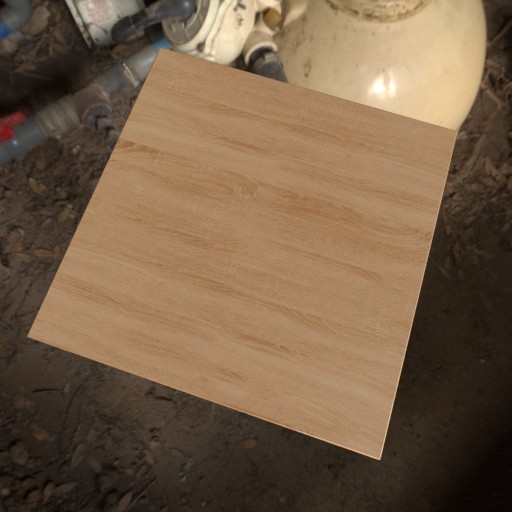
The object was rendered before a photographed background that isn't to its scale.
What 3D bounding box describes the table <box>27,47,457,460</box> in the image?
[{"bbox_3d":[0.000,0.000,1.128,0.700,0.450,0.700,18,75,5],"label":"table"}]
